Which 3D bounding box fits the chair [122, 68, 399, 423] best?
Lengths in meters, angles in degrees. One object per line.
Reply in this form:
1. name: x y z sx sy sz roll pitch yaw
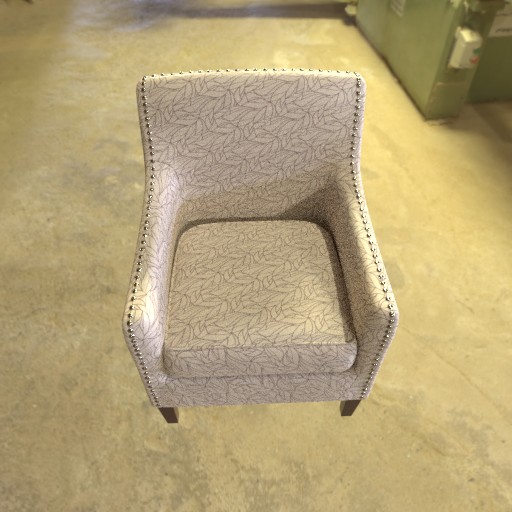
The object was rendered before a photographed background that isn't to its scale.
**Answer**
1. chair: 0.000 0.000 1.274 0.623 0.816 0.651 -2 47 -2
